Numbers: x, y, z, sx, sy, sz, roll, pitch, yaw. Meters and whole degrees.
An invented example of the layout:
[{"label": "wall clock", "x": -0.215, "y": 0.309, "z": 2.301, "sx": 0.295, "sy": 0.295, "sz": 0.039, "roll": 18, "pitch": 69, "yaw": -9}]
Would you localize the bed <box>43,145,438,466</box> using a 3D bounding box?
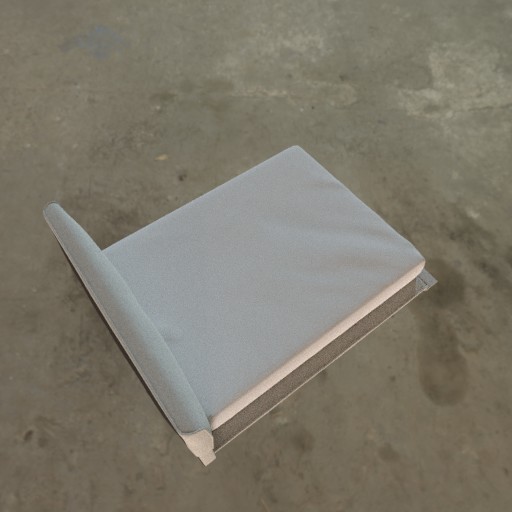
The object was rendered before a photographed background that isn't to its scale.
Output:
[{"label": "bed", "x": 0.000, "y": 0.000, "z": 3.603, "sx": 2.498, "sy": 1.126, "sz": 1.980, "roll": -32, "pitch": 63, "yaw": -19}]
